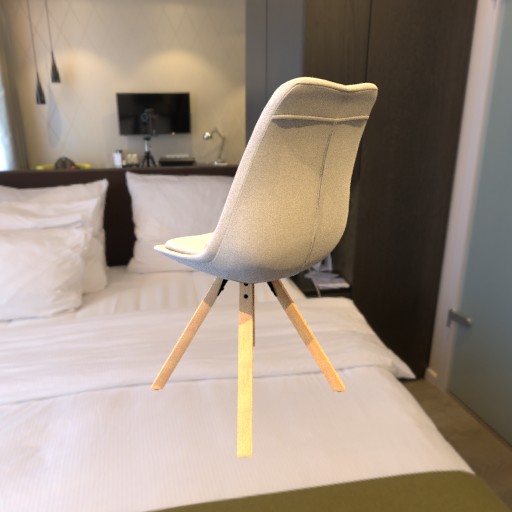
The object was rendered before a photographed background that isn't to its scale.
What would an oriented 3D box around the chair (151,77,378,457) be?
[{"bbox_3d":[0.000,0.000,1.209,0.474,0.863,0.549,-16,23,-41],"label":"chair"}]
